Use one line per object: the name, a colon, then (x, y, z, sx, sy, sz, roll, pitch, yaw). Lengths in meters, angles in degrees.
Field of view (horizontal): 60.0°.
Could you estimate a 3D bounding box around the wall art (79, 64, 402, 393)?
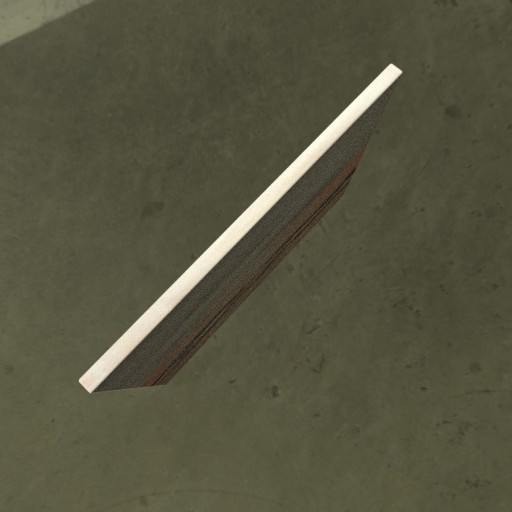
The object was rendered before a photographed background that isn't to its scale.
wall art: (0.000, 0.000, 1.348, 0.038, 0.763, 1.015, 42, 79, 10)
